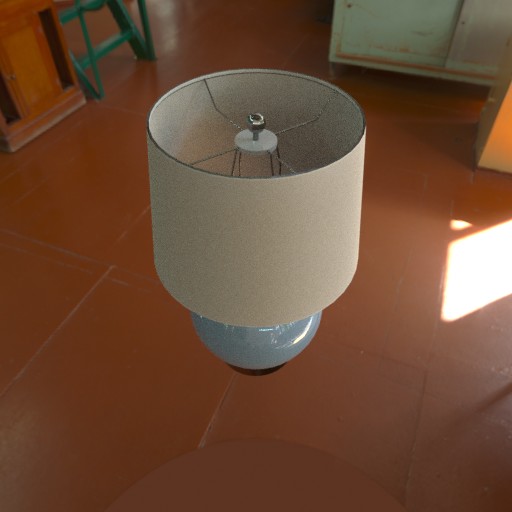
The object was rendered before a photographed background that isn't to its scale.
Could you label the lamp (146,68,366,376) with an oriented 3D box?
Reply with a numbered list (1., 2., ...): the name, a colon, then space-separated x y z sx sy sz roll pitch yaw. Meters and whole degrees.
1. lamp: 0.000 0.000 0.558 0.247 0.387 0.247 0 46 0
